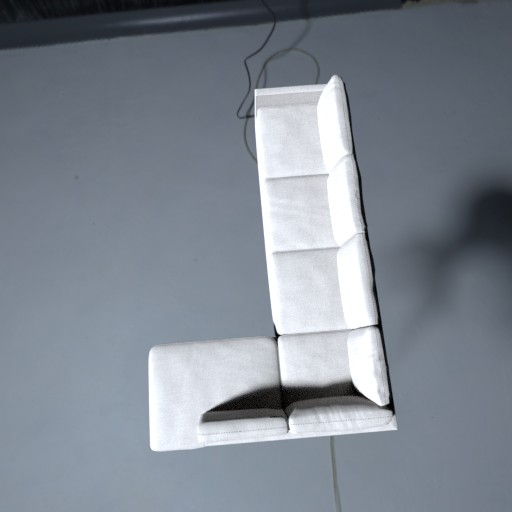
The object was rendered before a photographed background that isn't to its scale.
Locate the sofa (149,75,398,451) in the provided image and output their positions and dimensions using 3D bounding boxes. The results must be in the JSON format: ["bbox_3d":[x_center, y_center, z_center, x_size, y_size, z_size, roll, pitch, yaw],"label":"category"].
[{"bbox_3d":[0.000,0.000,4.257,2.077,0.964,3.331,-4,75,-1],"label":"sofa"}]
